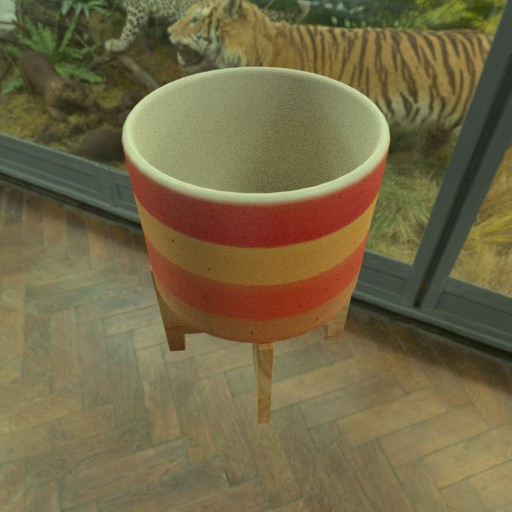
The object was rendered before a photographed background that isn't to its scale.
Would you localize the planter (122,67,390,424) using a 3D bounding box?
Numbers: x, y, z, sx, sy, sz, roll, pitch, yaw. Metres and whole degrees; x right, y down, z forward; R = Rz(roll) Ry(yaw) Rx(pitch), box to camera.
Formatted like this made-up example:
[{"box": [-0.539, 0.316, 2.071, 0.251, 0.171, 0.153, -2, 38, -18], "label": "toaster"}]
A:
[{"box": [0.000, 0.000, 0.564, 0.269, 0.379, 0.269, 0, 45, 0], "label": "planter"}]
